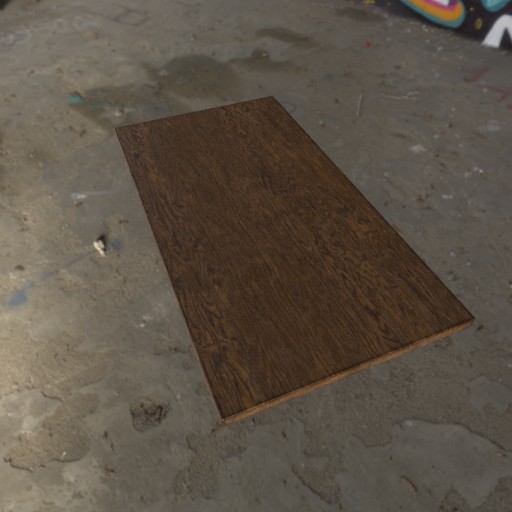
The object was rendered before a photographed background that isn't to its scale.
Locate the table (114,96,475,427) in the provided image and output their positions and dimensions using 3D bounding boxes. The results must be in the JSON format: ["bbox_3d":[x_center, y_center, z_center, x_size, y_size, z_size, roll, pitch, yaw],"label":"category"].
[{"bbox_3d":[0.000,0.000,2.544,1.078,0.795,1.989,-17,49,-15],"label":"table"}]
